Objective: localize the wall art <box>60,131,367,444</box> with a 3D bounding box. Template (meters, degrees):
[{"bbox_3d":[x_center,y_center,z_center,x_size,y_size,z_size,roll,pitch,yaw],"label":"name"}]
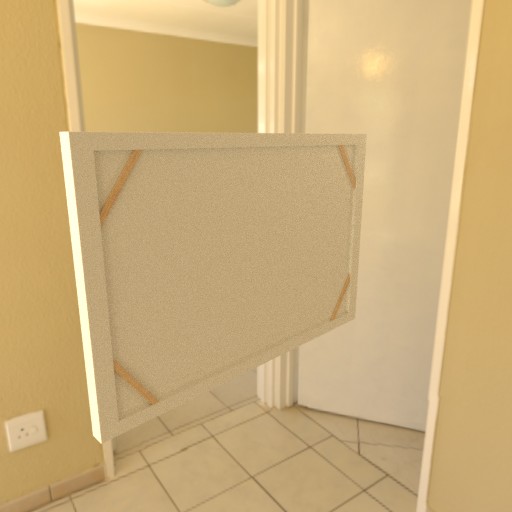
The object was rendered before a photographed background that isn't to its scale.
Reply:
[{"bbox_3d":[0.000,0.000,1.140,0.914,0.609,0.038,-14,21,-43],"label":"wall art"}]
